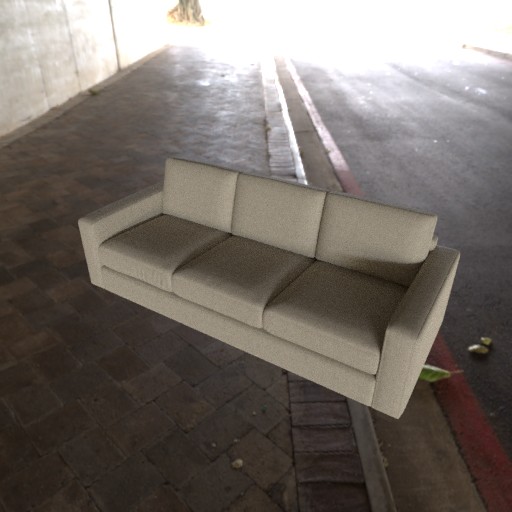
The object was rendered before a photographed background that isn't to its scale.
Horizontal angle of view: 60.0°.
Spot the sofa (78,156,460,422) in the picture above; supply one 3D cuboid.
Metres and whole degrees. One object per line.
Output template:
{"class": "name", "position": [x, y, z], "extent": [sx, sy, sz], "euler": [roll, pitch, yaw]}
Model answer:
{"class": "sofa", "position": [0.000, 0.000, 2.723], "extent": [2.160, 0.800, 0.900], "euler": [18, 35, 28]}
